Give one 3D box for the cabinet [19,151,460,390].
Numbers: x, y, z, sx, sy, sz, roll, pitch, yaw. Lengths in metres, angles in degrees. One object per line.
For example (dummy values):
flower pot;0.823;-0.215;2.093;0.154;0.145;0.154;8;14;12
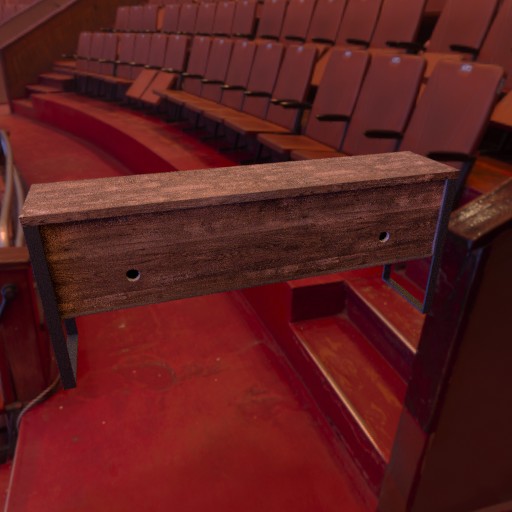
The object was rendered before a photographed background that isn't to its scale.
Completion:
cabinet;0.000;0.000;2.070;1.800;0.762;0.395;-8;28;-16
